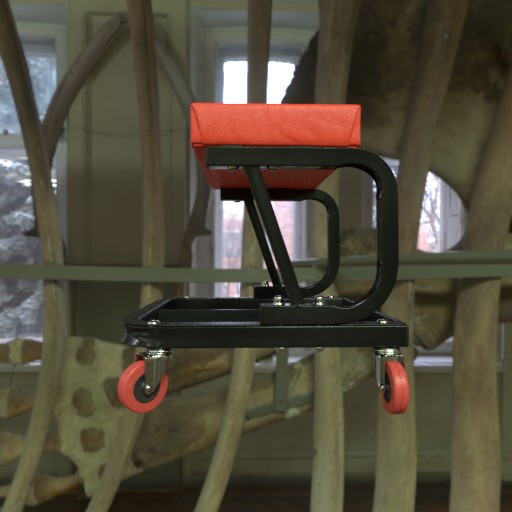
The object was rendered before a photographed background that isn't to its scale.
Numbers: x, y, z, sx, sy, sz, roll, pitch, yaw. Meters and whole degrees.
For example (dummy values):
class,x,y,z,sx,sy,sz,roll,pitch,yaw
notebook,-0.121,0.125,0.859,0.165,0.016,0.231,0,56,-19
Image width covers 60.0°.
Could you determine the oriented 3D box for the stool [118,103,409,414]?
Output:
class,x,y,z,sx,sy,sz,roll,pitch,yaw
stool,0.000,0.000,0.726,0.371,0.380,0.446,0,0,-2
